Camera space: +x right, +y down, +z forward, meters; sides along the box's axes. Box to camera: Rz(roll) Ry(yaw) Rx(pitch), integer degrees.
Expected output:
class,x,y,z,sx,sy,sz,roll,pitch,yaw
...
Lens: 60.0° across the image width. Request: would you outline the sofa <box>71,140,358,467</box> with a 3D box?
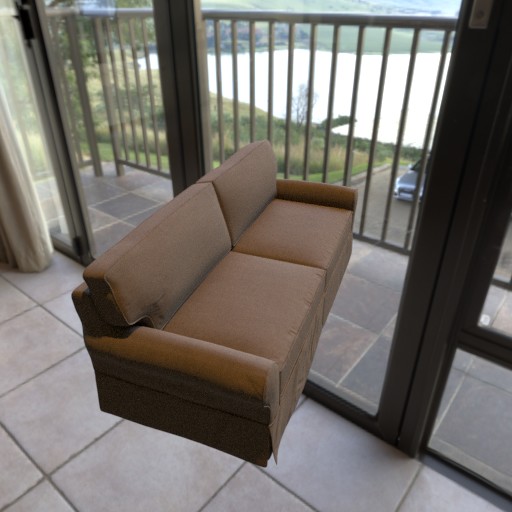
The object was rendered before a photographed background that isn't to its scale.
class,x,y,z,sx,sy,sz,roll,pitch,yaw
sofa,0.000,0.000,2.831,0.991,0.943,2.248,11,32,18
